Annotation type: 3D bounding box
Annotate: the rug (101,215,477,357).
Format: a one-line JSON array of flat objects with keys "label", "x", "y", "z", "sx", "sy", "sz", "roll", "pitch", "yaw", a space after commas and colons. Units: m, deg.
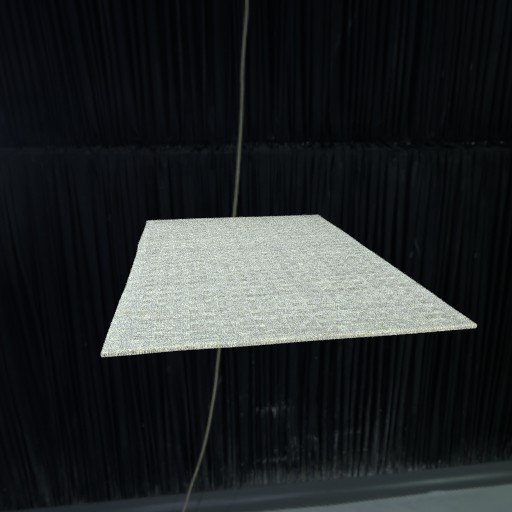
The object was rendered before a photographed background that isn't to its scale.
[{"label": "rug", "x": 0.000, "y": 0.000, "z": 2.838, "sx": 1.532, "sy": 0.018, "sz": 2.297, "roll": -3, "pitch": 17, "yaw": -9}]
